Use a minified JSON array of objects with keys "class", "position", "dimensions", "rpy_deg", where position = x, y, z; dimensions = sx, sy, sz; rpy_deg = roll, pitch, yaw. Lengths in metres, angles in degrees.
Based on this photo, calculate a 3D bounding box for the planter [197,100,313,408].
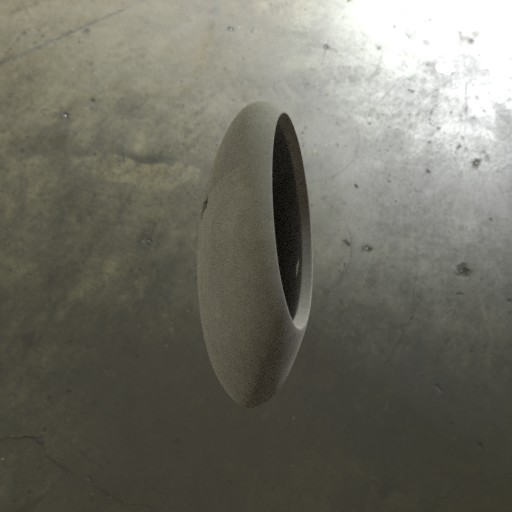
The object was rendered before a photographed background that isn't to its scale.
[{"class":"planter","position":[0.000,0.000,0.285],"dimensions":[0.071,0.188,0.185],"rpy_deg":[2,64,1]}]
